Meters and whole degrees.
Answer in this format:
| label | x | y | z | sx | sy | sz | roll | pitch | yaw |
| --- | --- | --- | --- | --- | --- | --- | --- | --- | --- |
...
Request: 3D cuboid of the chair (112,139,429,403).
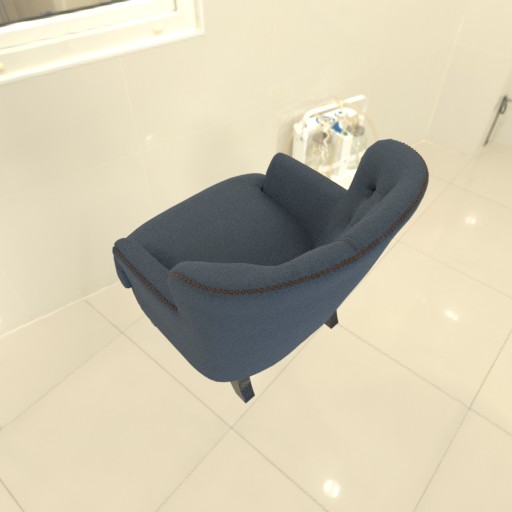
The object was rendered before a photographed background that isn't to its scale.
| label | x | y | z | sx | sy | sz | roll | pitch | yaw |
| --- | --- | --- | --- | --- | --- | --- | --- | --- | --- |
| chair | 0.000 | 0.000 | 1.583 | 0.848 | 0.868 | 0.906 | -34 | 55 | -28 |
